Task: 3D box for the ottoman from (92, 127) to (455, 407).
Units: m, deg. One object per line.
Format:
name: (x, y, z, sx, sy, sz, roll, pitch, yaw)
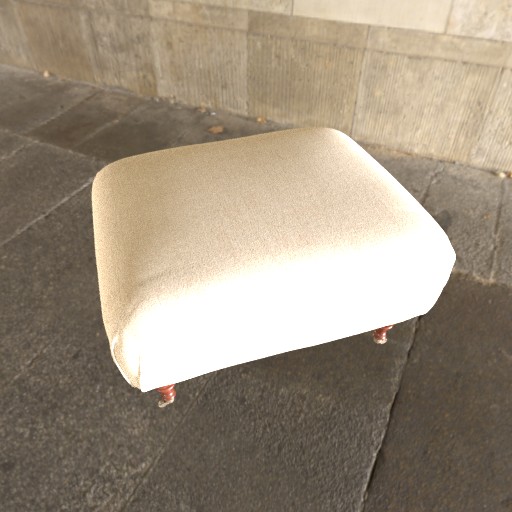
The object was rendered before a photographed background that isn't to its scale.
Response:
ottoman: (0.000, 0.000, 1.143, 0.747, 0.450, 0.622, -12, 44, -13)
